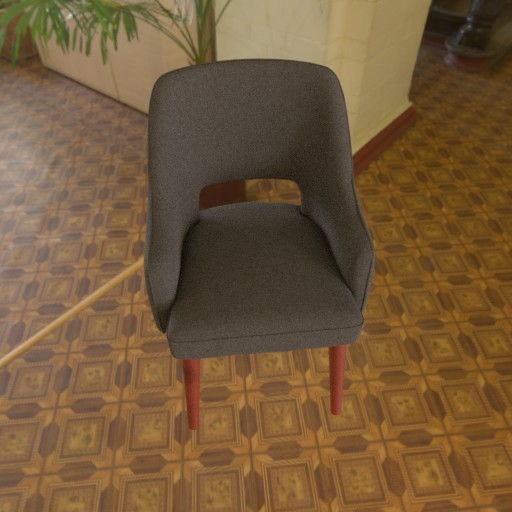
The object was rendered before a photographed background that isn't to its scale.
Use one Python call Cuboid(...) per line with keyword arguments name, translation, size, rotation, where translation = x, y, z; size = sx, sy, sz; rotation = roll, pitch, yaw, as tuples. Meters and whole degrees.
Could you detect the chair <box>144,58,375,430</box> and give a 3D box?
Cuboid(name="chair", translation=(0.000, 0.000, 1.201), size=(0.559, 0.838, 0.560), rotation=(-4, 46, -4))
